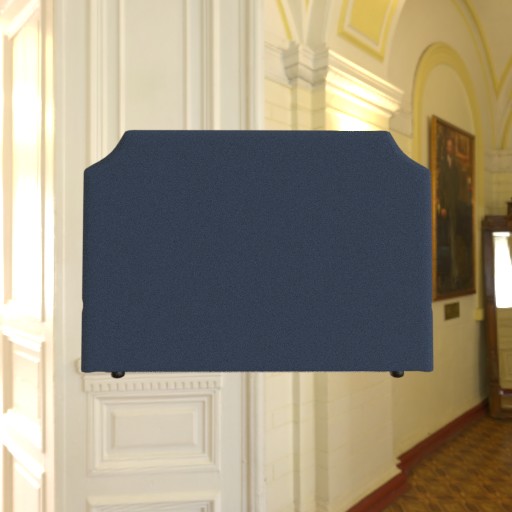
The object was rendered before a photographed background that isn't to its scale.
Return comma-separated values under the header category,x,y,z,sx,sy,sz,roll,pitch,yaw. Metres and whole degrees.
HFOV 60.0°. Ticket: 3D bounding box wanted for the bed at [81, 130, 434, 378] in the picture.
category,x,y,z,sx,sy,sz,roll,pitch,yaw
bed,0.000,0.000,3.400,1.831,1.297,2.260,0,-1,0
